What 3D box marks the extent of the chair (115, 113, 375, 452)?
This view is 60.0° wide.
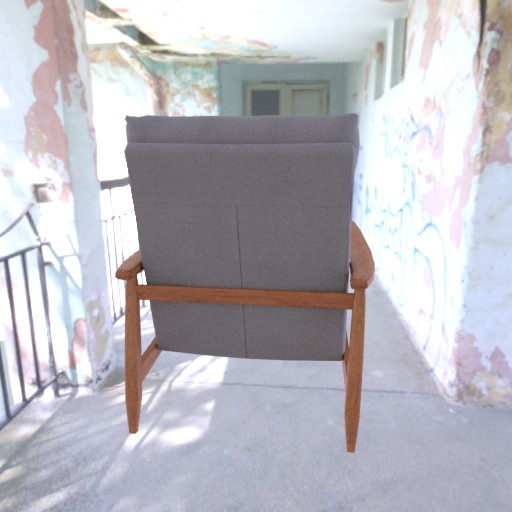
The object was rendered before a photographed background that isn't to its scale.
[{"bbox_3d":[0.000,0.000,1.558,0.782,0.922,0.816,2,15,7],"label":"chair"}]
